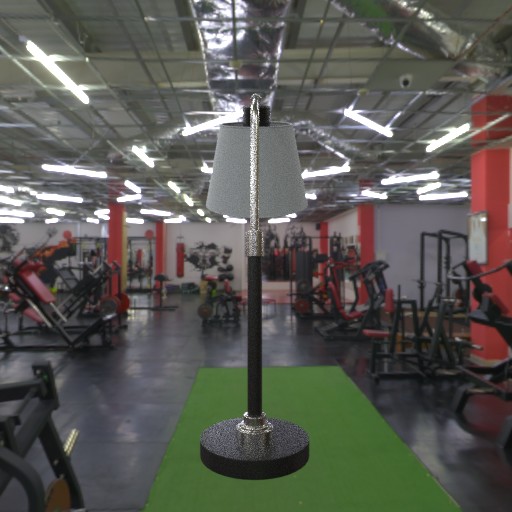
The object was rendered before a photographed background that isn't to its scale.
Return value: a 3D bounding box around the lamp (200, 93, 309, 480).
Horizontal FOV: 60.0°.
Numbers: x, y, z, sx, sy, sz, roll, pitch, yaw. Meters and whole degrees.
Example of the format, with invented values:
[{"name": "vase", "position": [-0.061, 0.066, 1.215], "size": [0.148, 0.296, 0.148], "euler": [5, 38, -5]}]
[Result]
[{"name": "lamp", "position": [0.000, 0.000, 0.705], "size": [0.181, 0.539, 0.348], "euler": [0, 0, 1]}]
